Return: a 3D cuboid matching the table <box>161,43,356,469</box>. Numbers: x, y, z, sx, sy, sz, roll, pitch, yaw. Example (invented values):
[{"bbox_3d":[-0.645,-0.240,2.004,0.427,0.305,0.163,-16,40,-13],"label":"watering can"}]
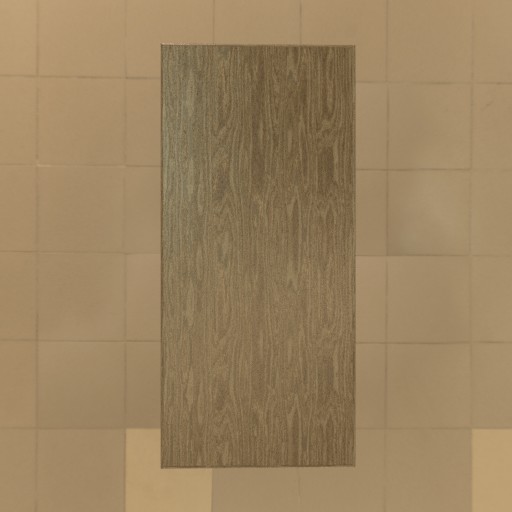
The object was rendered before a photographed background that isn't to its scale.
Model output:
[{"bbox_3d":[0.000,0.000,1.741,0.599,0.780,1.300,0,90,-1],"label":"table"}]
